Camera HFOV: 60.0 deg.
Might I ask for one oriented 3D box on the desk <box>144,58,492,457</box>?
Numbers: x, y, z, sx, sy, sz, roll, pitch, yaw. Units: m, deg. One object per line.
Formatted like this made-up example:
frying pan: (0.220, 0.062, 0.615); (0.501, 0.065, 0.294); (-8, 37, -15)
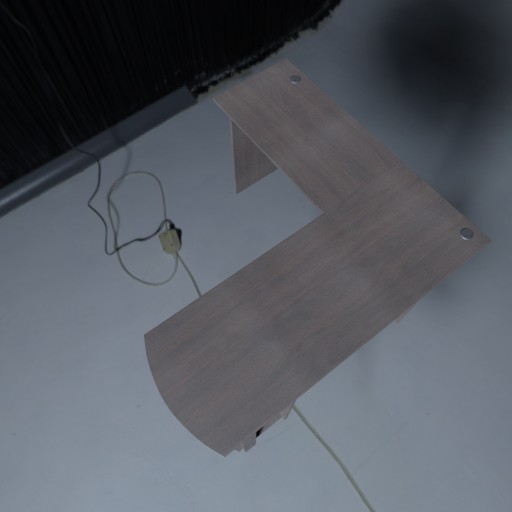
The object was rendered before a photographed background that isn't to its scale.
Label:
desk: (0.000, 0.000, 2.124); (1.361, 0.716, 1.303); (-34, 68, -16)
